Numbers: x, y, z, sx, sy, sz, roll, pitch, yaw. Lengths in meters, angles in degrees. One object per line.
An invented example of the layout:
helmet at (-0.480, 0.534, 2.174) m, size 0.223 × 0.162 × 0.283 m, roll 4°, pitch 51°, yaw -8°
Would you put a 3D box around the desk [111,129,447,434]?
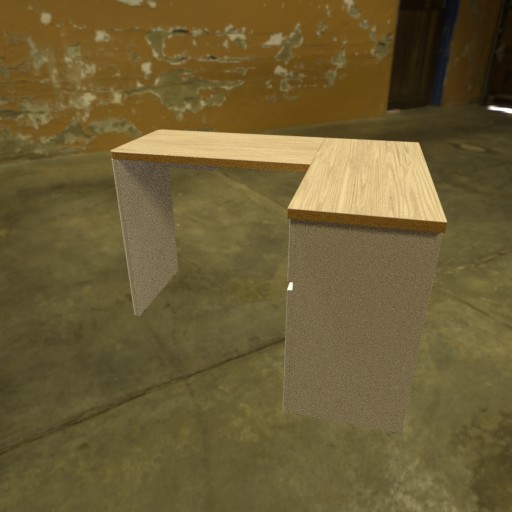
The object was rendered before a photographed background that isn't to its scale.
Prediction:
desk at (0.000, 0.000, 1.747) m, size 1.170 × 0.760 × 0.900 m, roll 6°, pitch 27°, yaw 13°
